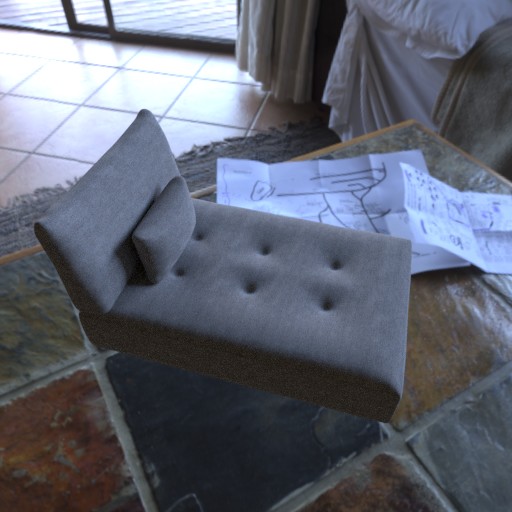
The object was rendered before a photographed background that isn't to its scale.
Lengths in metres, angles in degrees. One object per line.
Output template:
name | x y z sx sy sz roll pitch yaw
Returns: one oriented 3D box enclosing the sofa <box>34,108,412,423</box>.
sofa | 0.000 0.000 2.026 1.450 0.820 0.930 12 47 11
